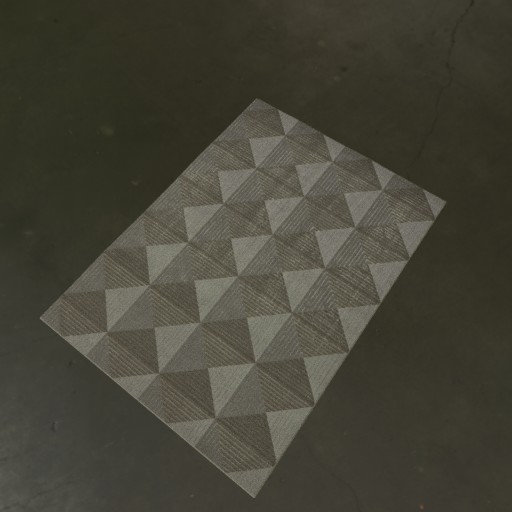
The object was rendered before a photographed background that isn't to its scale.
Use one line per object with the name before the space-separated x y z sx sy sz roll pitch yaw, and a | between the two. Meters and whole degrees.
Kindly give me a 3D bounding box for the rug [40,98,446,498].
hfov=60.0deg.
rug | 0.000 0.000 4.293 2.428 0.027 3.333 34 69 15
